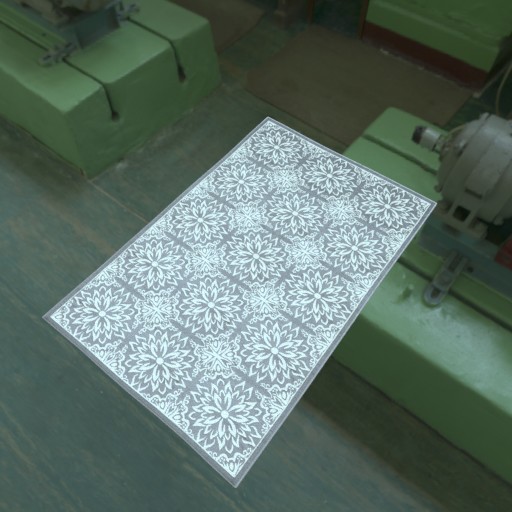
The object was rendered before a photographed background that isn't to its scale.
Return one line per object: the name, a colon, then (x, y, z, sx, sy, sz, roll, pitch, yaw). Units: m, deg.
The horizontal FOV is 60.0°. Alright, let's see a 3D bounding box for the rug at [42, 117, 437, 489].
rug: (0.000, 0.000, 3.509, 1.819, 0.018, 2.746, 33, 63, 19)
